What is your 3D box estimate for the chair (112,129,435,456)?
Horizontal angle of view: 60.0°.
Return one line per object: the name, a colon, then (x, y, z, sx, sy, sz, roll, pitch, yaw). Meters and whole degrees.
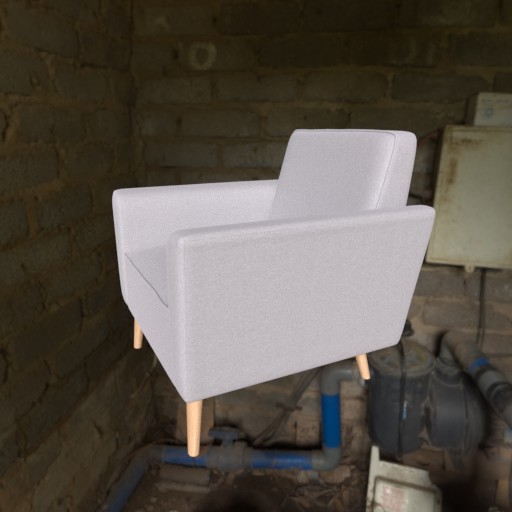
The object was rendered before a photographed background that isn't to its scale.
chair: (0.000, 0.000, 1.420, 0.750, 0.780, 0.780, -8, 18, -26)
